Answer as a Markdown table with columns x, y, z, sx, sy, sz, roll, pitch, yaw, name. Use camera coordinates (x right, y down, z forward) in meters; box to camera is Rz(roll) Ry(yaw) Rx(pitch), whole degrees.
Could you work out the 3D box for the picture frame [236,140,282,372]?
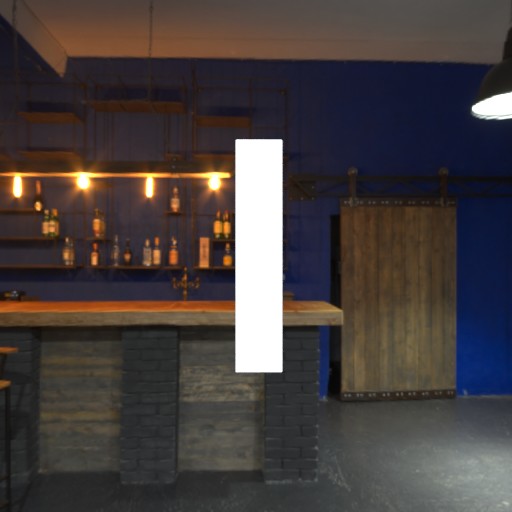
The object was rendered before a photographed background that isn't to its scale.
| x | y | z | sx | sy | sz | roll | pitch | yaw | name |
| --- | --- | --- | --- | --- | --- | --- | --- | --- | --- |
| 0.000 | 0.000 | 0.855 | 0.050 | 0.250 | 0.759 | 0 | 0 | 0 | picture frame |
